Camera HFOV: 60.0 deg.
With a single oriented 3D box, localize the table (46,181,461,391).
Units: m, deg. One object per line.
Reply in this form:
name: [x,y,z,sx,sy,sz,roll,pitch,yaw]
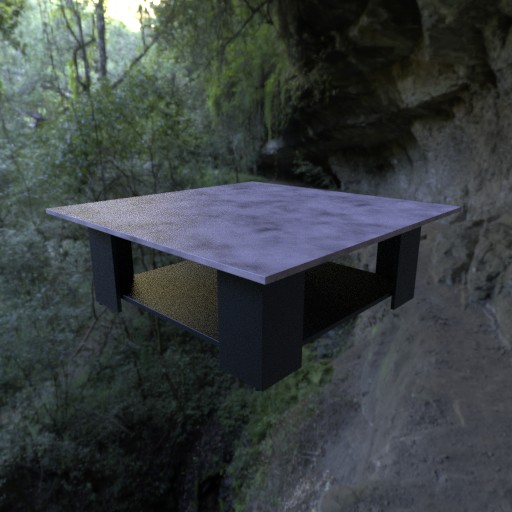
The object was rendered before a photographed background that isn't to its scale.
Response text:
table: [0.000,0.000,1.385,0.890,0.305,0.890,15,23,41]
